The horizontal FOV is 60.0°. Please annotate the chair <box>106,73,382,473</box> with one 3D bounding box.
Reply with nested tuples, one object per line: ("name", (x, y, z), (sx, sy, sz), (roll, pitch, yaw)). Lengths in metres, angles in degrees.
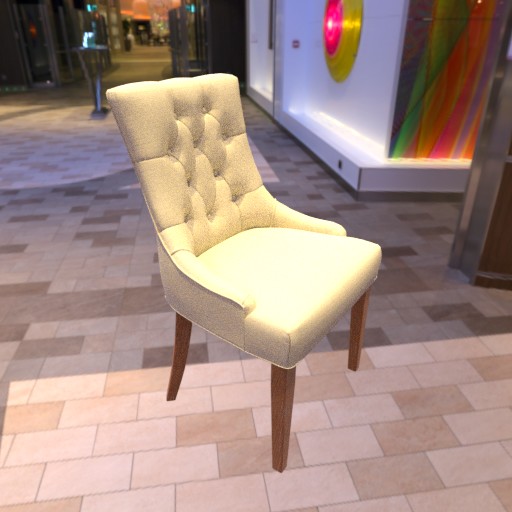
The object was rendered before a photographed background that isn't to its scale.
("chair", (0.000, 0.000, 1.199), (0.565, 0.874, 0.509), (18, 32, 31))
